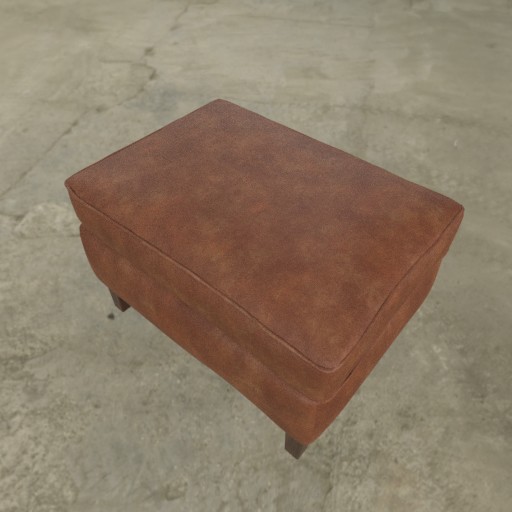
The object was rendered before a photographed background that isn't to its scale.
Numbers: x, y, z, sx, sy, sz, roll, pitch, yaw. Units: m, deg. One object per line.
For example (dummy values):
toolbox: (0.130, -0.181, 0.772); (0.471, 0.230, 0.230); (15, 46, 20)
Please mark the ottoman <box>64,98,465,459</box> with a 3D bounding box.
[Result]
ottoman: (0.000, 0.000, 0.976); (0.665, 0.418, 0.501); (32, 55, 26)
